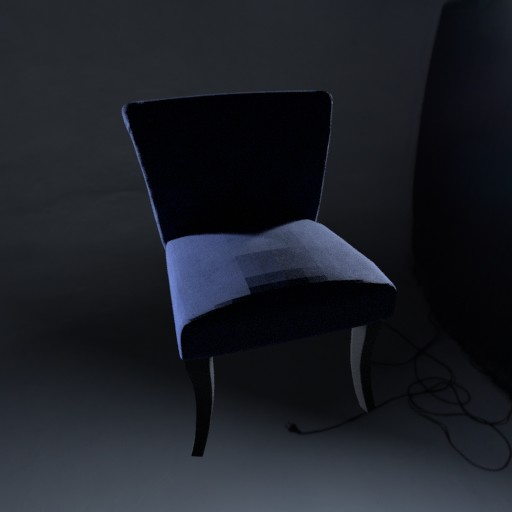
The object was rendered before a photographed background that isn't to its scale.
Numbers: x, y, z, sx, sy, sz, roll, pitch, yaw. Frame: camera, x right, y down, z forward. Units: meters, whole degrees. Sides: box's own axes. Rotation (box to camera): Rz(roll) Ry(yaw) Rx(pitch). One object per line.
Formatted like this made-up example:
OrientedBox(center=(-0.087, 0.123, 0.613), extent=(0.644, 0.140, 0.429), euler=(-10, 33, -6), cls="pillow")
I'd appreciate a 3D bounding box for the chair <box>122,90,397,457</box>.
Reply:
OrientedBox(center=(0.000, 0.000, 1.209), extent=(0.585, 0.753, 0.606), euler=(-9, 32, -14), cls="chair")
